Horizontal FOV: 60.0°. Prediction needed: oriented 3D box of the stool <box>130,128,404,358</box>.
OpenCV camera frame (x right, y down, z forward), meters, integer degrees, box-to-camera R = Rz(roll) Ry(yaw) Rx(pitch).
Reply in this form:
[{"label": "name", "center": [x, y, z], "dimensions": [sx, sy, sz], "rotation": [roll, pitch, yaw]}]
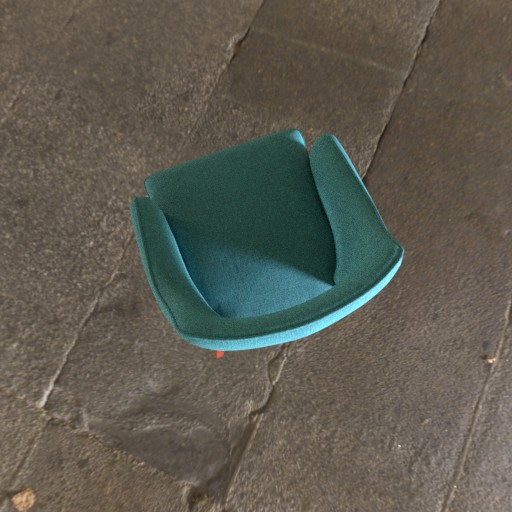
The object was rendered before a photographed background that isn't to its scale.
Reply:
[{"label": "stool", "center": [0.000, 0.000, 1.288], "dimensions": [0.548, 0.961, 0.556], "rotation": [-20, 76, -5]}]
